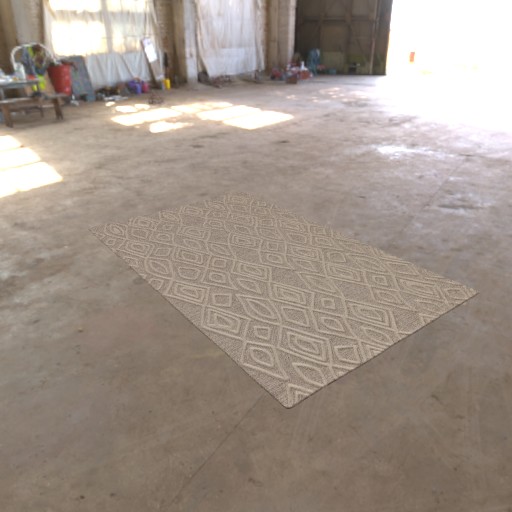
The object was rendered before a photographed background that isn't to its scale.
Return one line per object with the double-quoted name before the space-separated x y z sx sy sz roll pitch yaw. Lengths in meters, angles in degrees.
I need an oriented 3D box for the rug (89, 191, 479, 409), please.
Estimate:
"rug" 0.000 0.000 3.120 1.546 0.010 2.442 -19 32 -33
